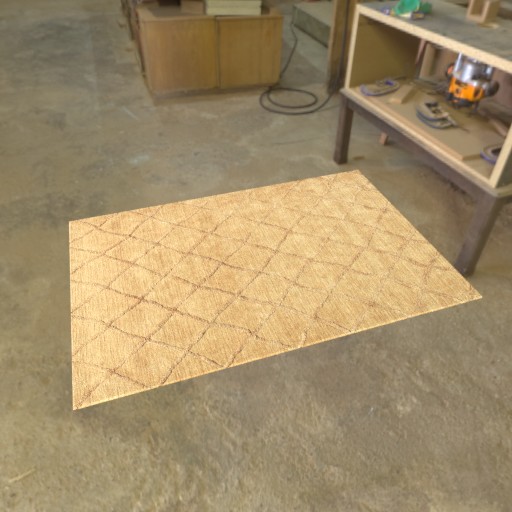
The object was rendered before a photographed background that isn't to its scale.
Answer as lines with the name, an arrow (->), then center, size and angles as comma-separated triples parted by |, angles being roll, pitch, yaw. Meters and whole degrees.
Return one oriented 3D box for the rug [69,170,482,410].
rug -> 0.000, 0.000, 2.874 | 2.292, 0.014, 1.528 | -12, 43, -14
